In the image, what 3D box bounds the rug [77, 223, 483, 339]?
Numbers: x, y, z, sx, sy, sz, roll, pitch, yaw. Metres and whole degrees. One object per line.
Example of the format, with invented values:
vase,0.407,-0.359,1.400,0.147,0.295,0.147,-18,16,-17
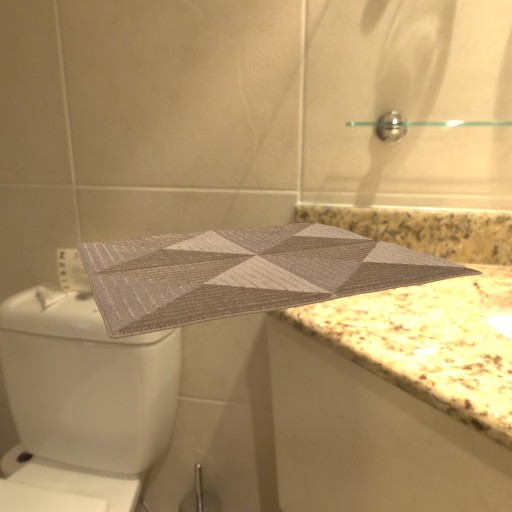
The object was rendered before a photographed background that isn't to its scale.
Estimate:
rug,0.000,0.000,0.892,0.642,0.008,0.551,-7,16,-24
